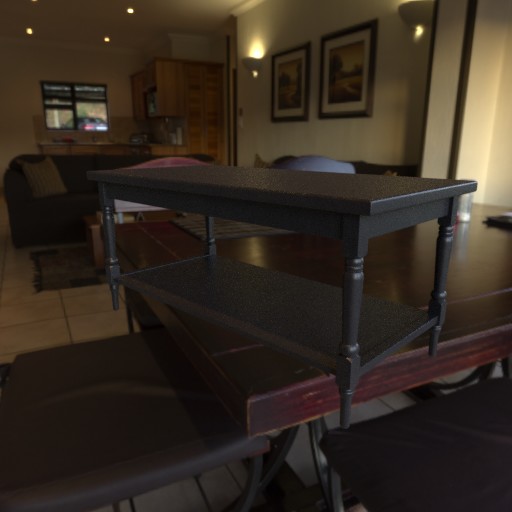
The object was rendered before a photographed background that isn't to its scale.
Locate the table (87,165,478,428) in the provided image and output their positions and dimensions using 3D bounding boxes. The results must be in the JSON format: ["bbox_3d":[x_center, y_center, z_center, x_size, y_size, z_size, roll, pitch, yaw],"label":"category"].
[{"bbox_3d":[0.000,0.000,1.420,1.107,0.510,0.550,14,20,42],"label":"table"}]
